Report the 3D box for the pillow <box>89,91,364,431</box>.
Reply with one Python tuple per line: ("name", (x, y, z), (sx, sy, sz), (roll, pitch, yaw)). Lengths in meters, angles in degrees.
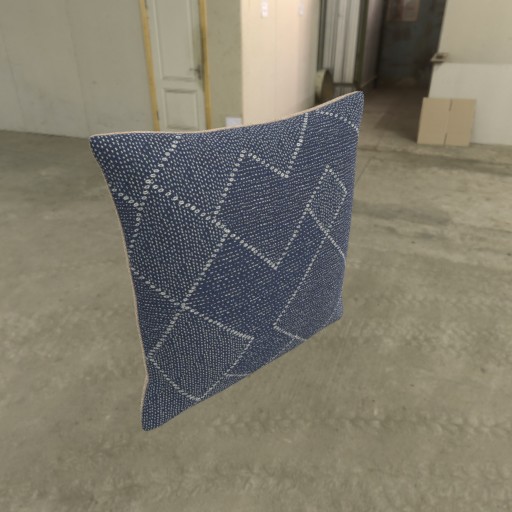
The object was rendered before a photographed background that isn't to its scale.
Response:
("pillow", (0.000, 0.000, 0.665), (0.435, 0.428, 0.148), (-22, 37, -34))
